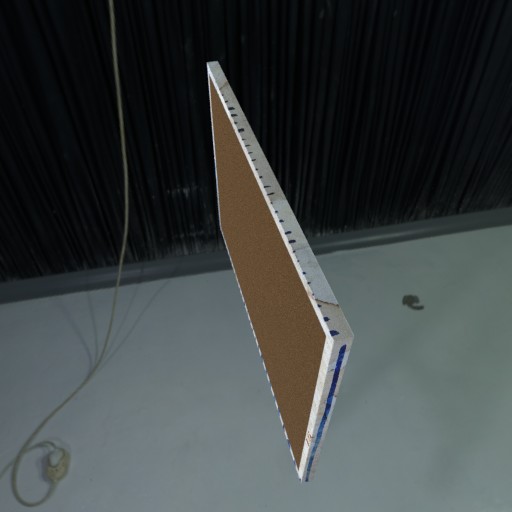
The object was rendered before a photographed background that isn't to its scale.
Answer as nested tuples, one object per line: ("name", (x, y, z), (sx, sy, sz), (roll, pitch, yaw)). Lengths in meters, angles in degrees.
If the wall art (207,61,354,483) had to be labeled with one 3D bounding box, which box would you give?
("wall art", (0.000, 0.000, 1.127), (0.030, 0.609, 0.919), (-11, 47, -10))
